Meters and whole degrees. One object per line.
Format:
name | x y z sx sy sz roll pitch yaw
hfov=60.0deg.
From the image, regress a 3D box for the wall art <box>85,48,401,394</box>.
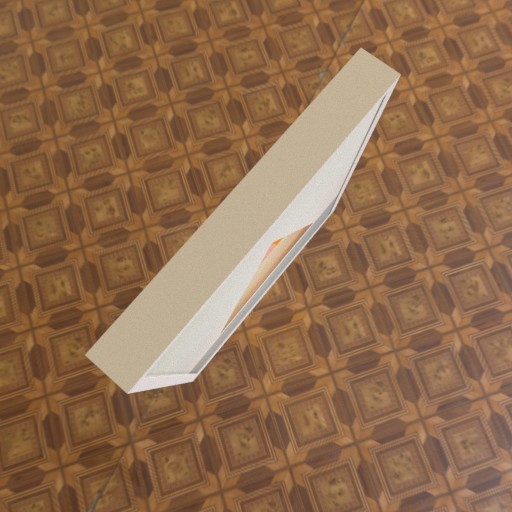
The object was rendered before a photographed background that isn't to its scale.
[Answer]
wall art | 0.000 0.000 0.463 0.038 0.304 0.305 39 79 9
